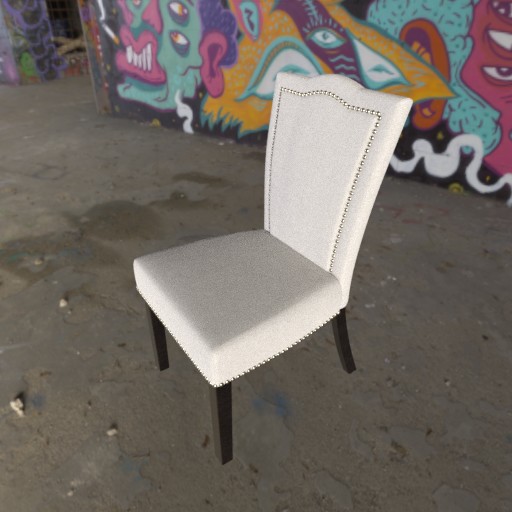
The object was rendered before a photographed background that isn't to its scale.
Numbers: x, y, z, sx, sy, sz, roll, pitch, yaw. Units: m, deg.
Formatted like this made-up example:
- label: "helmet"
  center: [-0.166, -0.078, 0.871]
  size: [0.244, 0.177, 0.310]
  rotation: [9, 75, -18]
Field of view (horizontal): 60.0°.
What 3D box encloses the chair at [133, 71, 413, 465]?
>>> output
- label: "chair"
  center: [0.000, 0.000, 1.289]
  size: [0.589, 0.946, 0.518]
  rotation: [-19, 36, -29]
